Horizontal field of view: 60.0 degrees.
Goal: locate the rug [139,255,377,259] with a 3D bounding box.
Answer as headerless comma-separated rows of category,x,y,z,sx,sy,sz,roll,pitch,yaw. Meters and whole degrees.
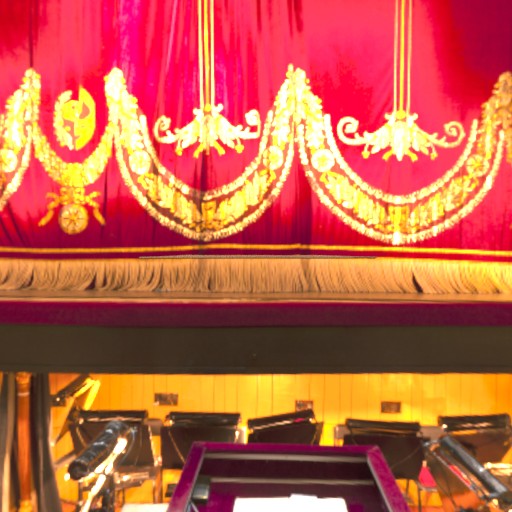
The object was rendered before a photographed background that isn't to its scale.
rug,0.000,0.000,2.559,0.741,0.014,2.390,0,0,0
